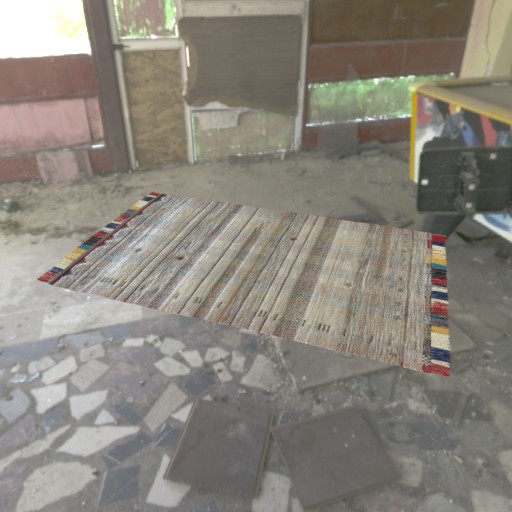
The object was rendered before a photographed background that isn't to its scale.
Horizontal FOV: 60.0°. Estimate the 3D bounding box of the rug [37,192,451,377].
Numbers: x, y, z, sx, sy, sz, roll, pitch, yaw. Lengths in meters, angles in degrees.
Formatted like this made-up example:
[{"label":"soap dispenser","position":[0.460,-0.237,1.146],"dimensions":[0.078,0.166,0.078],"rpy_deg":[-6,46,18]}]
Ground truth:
[{"label":"rug","position":[0.000,0.000,3.009],"dimensions":[2.465,0.012,1.465],"rpy_deg":[10,33,16]}]
